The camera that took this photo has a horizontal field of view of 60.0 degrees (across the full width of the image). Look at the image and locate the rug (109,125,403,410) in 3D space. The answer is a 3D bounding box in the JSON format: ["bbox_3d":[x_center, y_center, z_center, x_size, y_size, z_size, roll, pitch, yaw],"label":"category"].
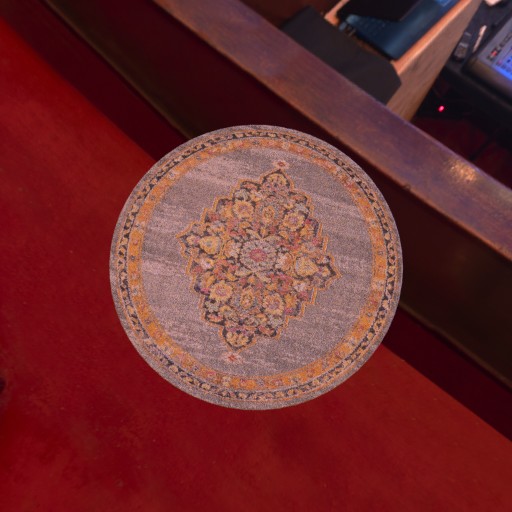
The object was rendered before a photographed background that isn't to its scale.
[{"bbox_3d":[0.000,0.000,3.612,2.382,0.014,2.382,0,76,0],"label":"rug"}]
